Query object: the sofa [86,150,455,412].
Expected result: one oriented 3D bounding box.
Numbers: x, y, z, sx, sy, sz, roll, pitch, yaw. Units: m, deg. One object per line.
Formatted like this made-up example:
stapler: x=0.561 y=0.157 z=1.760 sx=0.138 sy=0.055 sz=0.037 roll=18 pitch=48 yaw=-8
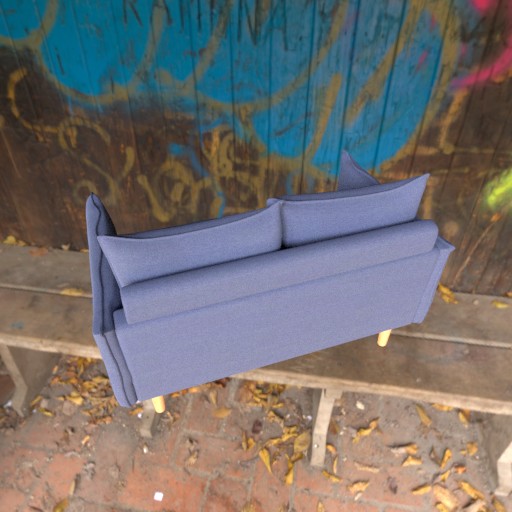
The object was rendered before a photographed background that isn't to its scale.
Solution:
sofa: x=0.000 y=0.000 z=1.873 sx=1.300 sy=0.840 sz=0.820 roll=-12 pitch=41 yaw=-15
